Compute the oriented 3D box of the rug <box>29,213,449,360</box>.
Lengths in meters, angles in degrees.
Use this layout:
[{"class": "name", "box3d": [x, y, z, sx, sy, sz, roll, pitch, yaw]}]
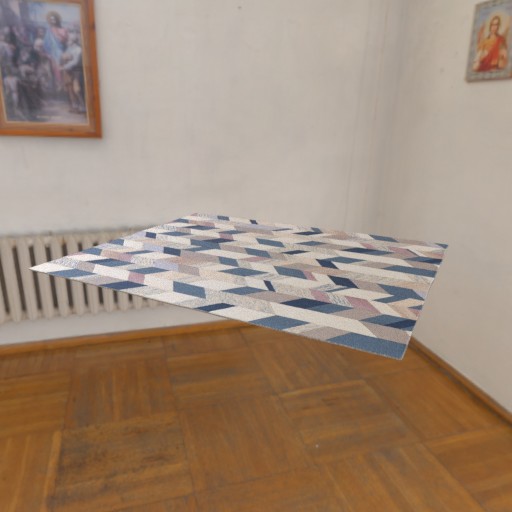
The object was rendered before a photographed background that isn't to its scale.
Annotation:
[{"class": "rug", "box3d": [0.000, 0.000, 4.082, 3.072, 0.011, 2.451, 9, 20, 27]}]
